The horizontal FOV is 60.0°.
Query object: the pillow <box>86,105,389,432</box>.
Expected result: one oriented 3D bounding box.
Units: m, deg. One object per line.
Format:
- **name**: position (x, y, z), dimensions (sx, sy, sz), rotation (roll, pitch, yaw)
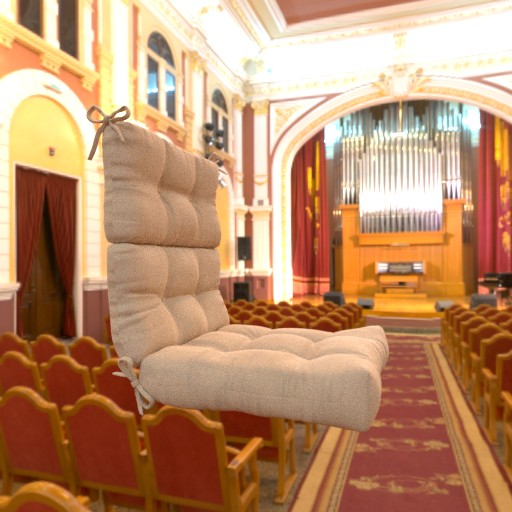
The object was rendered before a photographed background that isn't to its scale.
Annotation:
- **pillow**: position (0.000, 0.000, 1.018), dimensions (0.571, 0.605, 0.519), rotation (0, -1, 19)
